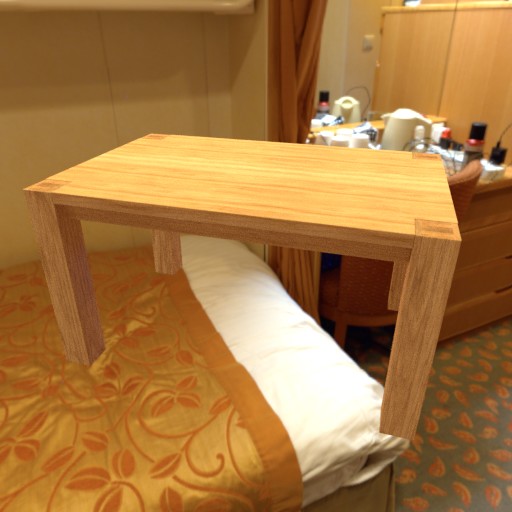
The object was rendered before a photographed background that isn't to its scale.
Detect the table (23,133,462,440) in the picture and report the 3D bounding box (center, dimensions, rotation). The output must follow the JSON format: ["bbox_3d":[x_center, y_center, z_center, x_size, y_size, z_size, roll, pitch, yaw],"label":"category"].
[{"bbox_3d":[0.000,0.000,1.896,1.400,0.760,0.900,8,29,15],"label":"table"}]
